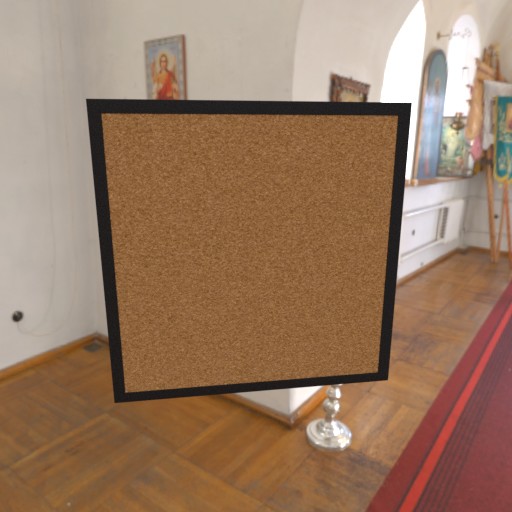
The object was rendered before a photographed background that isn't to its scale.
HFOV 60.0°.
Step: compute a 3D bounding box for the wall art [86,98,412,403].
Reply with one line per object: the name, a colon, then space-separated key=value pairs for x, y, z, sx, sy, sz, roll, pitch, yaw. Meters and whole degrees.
wall art: x=0.000 y=0.000 z=0.763 sx=0.506 sy=0.503 sz=0.036 roll=-2 pitch=15 yaw=-8
